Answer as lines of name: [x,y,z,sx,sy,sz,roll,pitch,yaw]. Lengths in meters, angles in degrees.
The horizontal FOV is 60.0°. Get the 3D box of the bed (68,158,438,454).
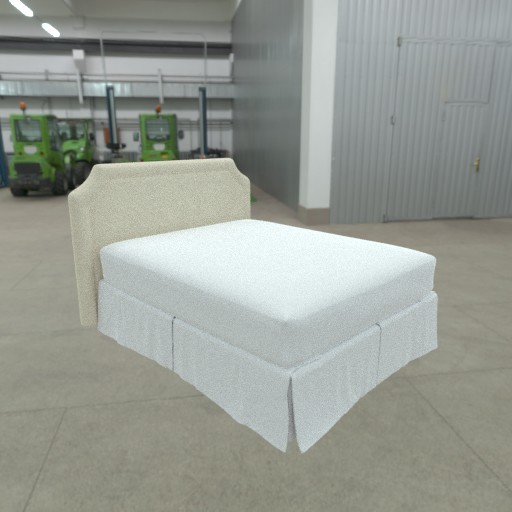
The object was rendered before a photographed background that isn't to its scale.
bed: [0.000,0.000,3.279,1.827,1.296,2.209,-15,21,-43]
